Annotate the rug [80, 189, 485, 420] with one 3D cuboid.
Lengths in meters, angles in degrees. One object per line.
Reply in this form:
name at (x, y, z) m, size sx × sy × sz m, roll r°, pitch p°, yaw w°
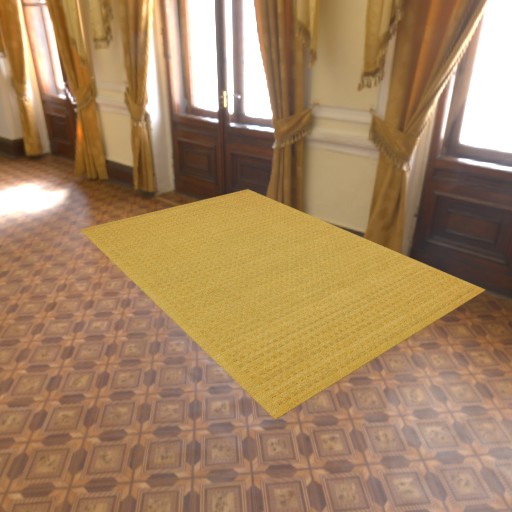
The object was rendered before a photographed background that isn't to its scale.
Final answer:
rug at (0.000, 0.000, 3.707) m, size 1.981 × 0.006 × 2.895 m, roll -19°, pitch 33°, yaw -33°
